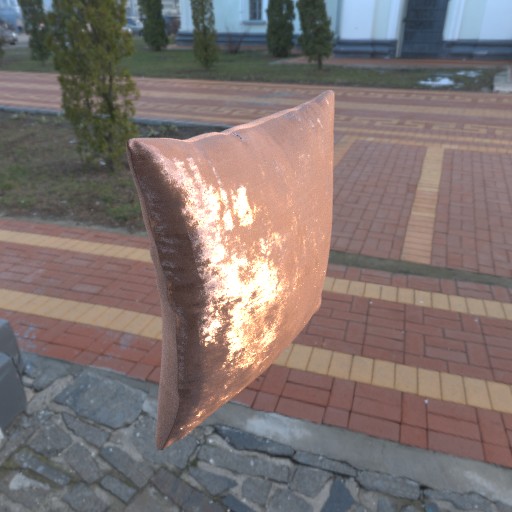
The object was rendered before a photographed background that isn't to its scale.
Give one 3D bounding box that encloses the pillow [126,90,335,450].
[{"bbox_3d":[0.000,0.000,0.711,0.175,0.464,0.470,18,33,30],"label":"pillow"}]
